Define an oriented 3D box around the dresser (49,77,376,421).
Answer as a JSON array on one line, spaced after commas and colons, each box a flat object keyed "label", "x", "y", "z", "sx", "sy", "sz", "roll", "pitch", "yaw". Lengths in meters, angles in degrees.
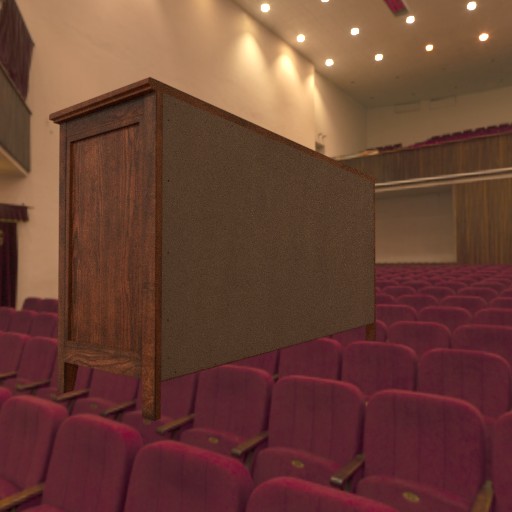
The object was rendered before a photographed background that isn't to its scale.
[{"label": "dresser", "x": 0.000, "y": 0.000, "z": 1.850, "sx": 0.463, "sy": 0.856, "sz": 1.551, "roll": -1, "pitch": -2, "yaw": 36}]
